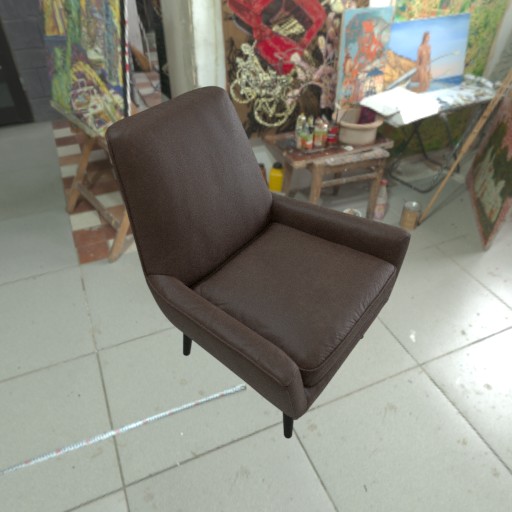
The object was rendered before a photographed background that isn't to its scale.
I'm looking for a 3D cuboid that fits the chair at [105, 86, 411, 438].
[{"bbox_3d":[0.000,0.000,1.512,0.824,0.888,0.787,26,47,27],"label":"chair"}]
